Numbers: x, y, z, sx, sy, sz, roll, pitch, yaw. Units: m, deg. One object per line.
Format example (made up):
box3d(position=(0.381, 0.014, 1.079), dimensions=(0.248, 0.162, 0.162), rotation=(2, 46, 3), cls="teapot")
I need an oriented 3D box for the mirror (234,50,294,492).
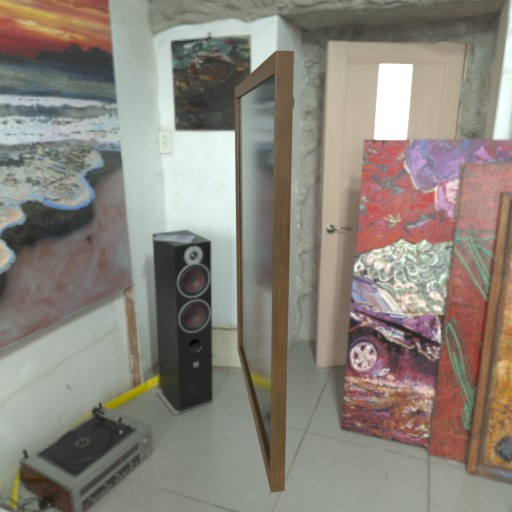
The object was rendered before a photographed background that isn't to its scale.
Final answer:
box3d(position=(0.000, 0.000, 1.337), dimensions=(0.040, 1.016, 0.762), rotation=(-2, 16, -8), cls="mirror")
